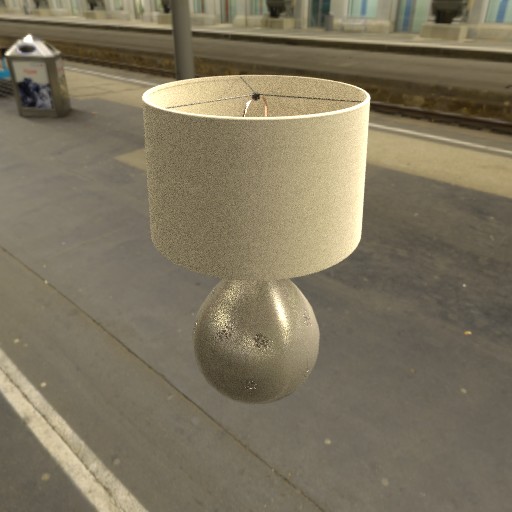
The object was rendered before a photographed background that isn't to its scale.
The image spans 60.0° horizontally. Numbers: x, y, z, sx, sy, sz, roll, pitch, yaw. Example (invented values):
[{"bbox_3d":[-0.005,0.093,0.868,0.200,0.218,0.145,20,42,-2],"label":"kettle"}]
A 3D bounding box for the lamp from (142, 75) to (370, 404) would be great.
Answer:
[{"bbox_3d":[0.000,0.000,0.740,0.330,0.521,0.330,0,30,0],"label":"lamp"}]
